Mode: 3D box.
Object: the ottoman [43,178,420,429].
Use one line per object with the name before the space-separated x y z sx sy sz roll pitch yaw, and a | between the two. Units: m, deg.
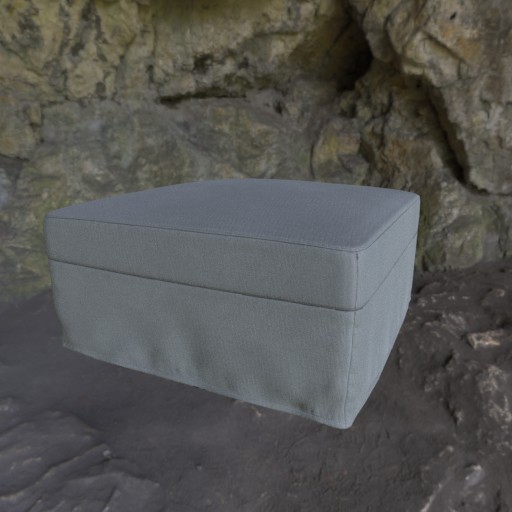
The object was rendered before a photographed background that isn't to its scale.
ottoman | 0.000 0.000 1.342 0.842 0.441 0.843 8 17 25
